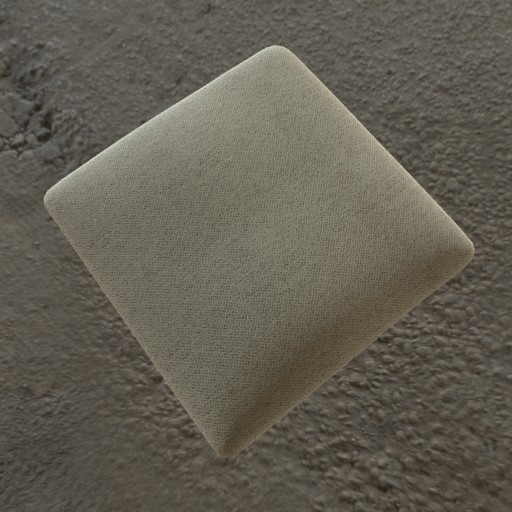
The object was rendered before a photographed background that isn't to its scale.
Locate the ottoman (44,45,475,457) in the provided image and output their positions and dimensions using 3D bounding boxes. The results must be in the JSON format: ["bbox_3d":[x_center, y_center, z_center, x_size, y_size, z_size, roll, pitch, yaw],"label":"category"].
[{"bbox_3d":[0.000,0.000,0.889,0.512,0.453,0.521,-37,77,-10],"label":"ottoman"}]
